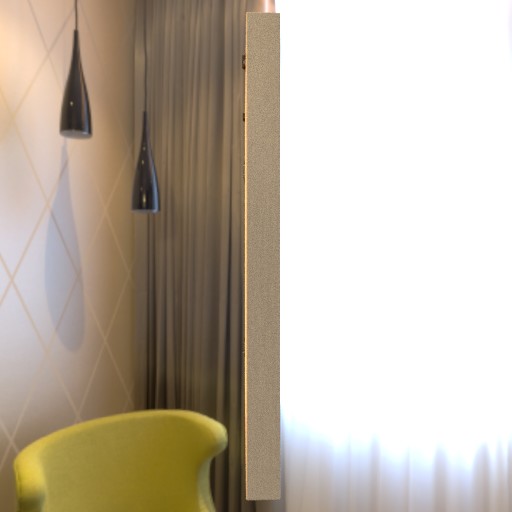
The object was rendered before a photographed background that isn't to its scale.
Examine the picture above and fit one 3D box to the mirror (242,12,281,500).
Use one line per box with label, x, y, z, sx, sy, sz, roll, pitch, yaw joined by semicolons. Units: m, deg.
mirror;0.000;0.000;0.665;0.041;0.509;0.406;0;0;-2
